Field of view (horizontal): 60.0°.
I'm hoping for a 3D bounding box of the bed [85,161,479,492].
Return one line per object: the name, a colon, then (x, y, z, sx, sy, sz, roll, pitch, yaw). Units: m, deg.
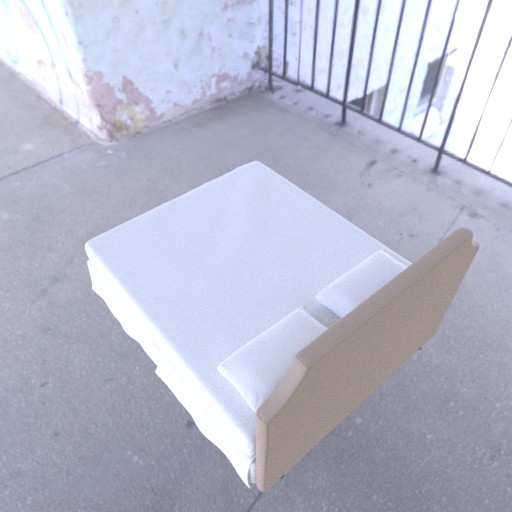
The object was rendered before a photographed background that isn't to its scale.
bed: (0.000, 0.000, 4.002, 2.350, 1.590, 2.773, -31, 53, -27)
